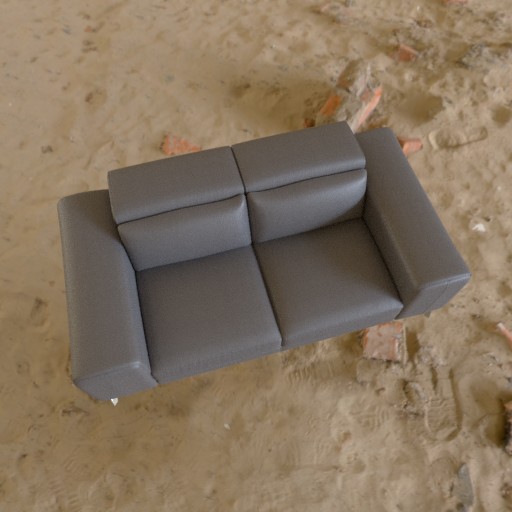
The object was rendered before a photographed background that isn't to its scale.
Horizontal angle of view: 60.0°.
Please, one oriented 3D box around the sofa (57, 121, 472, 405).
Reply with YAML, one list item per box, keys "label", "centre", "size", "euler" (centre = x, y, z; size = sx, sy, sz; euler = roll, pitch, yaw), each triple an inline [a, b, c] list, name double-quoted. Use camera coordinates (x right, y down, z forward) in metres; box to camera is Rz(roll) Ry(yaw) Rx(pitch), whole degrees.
- label: "sofa"
  centre: [0.000, 0.000, 2.413]
  size: [1.930, 0.753, 1.024]
  euler: [-14, 64, -7]
